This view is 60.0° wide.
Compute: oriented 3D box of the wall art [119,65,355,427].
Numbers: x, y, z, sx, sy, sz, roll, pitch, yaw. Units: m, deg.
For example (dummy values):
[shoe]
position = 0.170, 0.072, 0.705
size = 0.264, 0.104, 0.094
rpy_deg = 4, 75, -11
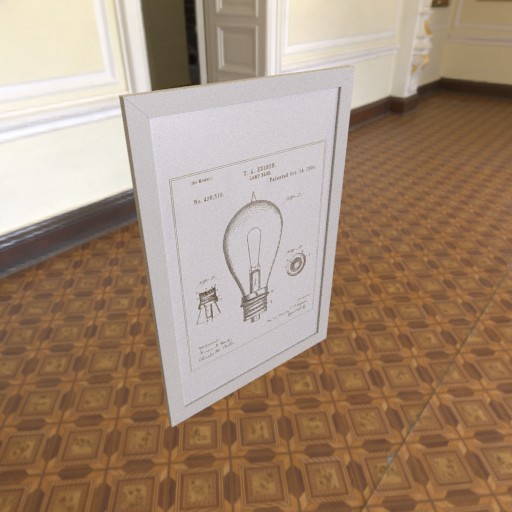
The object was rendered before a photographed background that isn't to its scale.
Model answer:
[wall art]
position = 0.000, 0.000, 0.629
size = 0.325, 0.474, 0.010
rpy_deg = -22, 37, -32
